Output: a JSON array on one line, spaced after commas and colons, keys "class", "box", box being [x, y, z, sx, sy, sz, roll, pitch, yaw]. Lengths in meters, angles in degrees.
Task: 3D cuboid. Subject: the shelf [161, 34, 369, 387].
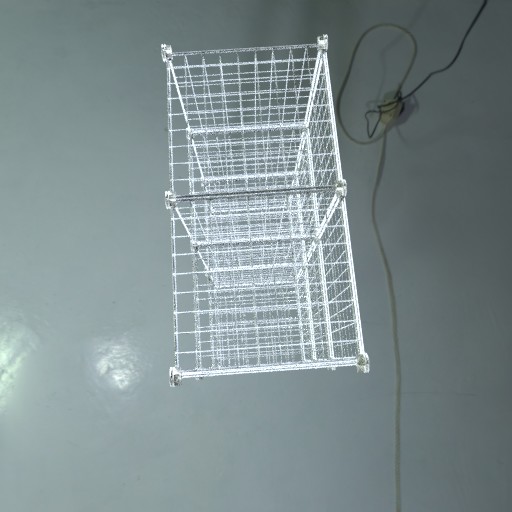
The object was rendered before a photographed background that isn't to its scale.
[{"class": "shelf", "box": [0.000, 0.000, 1.383, 0.356, 1.067, 0.711, -4, 76, -1]}]
